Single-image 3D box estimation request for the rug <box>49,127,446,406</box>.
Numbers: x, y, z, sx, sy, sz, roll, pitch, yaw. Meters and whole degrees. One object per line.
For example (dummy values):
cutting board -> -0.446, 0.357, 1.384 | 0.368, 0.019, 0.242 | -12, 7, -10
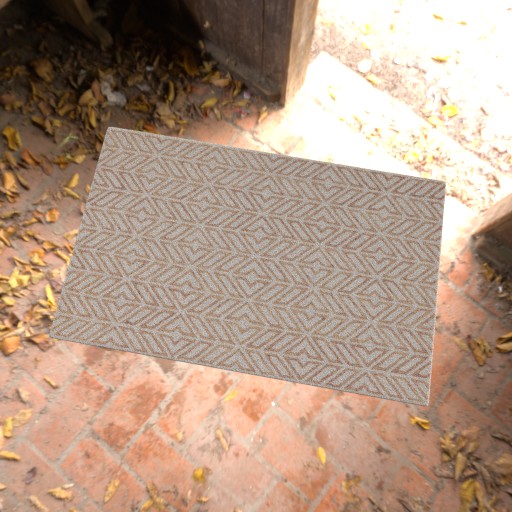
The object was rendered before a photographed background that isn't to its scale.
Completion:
rug -> 0.000, 0.000, 2.973 | 2.438, 0.008, 1.523 | 10, 77, 2
